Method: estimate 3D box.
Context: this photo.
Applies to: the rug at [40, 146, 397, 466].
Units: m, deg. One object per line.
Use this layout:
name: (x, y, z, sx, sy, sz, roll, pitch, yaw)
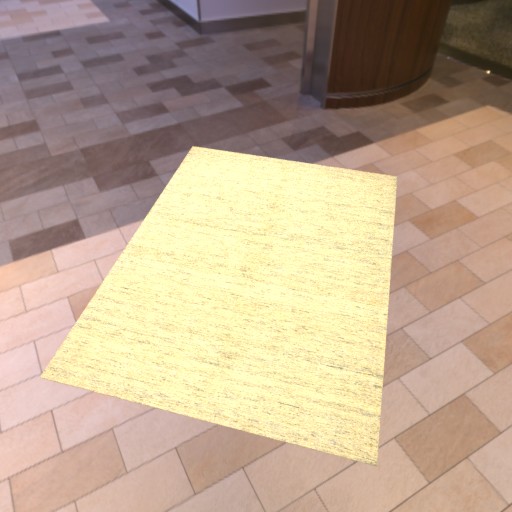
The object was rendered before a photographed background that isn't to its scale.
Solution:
rug: (0.000, 0.000, 4.109, 2.437, 0.014, 3.201, 11, 47, 10)
